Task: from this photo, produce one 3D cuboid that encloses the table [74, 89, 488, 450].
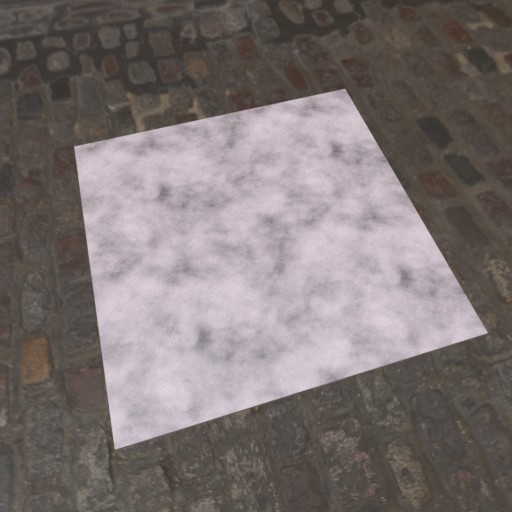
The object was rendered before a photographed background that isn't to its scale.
[{"bbox_3d":[0.000,0.000,1.338,0.890,0.305,0.890,-15,62,-8],"label":"table"}]
